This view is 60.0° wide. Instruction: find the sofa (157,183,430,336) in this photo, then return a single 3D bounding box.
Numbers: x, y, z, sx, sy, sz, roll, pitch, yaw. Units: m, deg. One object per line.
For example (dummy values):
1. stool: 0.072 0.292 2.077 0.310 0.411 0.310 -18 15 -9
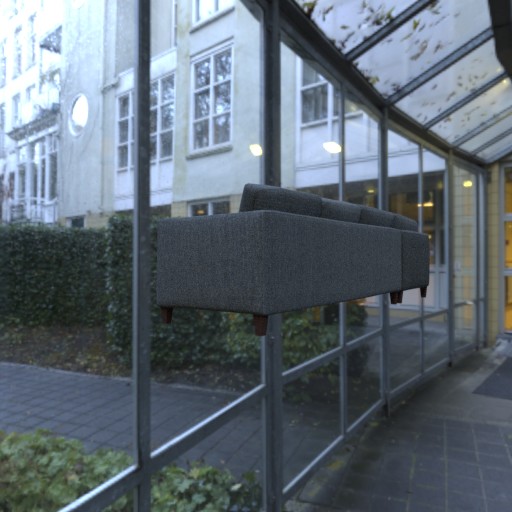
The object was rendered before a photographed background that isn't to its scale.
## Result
1. sofa: 0.000 0.000 4.559 2.593 0.947 3.302 0 0 37
